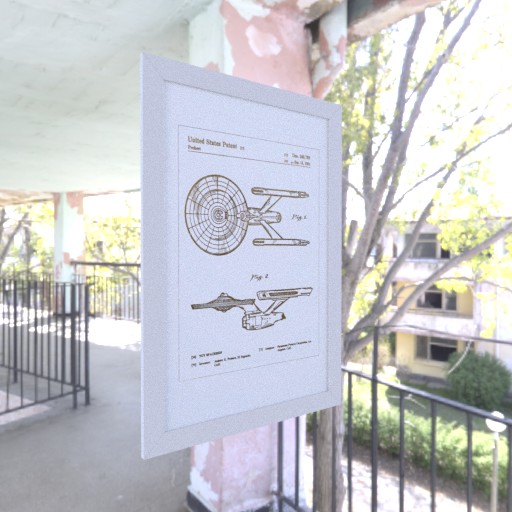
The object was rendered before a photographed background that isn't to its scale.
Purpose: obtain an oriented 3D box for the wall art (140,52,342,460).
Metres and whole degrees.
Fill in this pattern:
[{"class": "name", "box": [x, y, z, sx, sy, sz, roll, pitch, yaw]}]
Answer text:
[{"class": "wall art", "box": [0.000, 0.000, 0.850, 0.454, 0.659, 0.011, 0, 1, -35]}]
